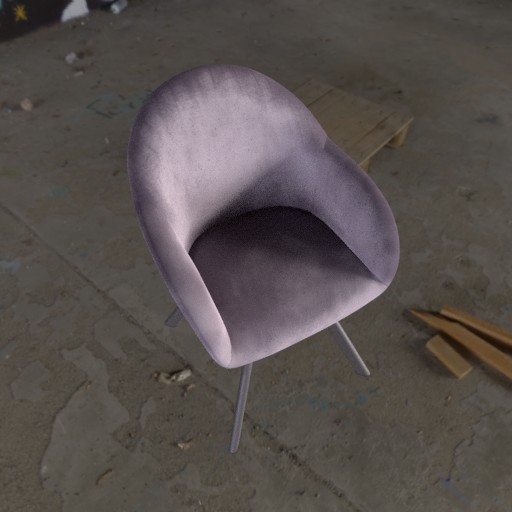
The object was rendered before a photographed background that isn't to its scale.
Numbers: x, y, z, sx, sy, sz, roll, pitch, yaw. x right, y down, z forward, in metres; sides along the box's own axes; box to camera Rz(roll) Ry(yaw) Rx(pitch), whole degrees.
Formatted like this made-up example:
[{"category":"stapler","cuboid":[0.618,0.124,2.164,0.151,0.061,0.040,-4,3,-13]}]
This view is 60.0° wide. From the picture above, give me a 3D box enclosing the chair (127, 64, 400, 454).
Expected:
[{"category":"chair","cuboid":[0.000,0.000,1.176,0.550,0.795,0.590,-23,52,-19]}]
